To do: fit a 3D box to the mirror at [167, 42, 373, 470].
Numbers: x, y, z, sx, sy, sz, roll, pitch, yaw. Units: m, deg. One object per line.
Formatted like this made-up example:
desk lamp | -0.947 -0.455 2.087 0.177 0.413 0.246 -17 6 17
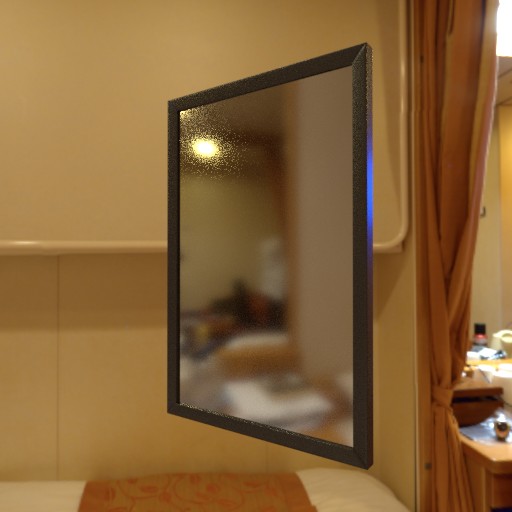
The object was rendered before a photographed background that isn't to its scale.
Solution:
mirror | 0.000 0.000 1.139 0.609 0.915 0.040 0 -1 35
